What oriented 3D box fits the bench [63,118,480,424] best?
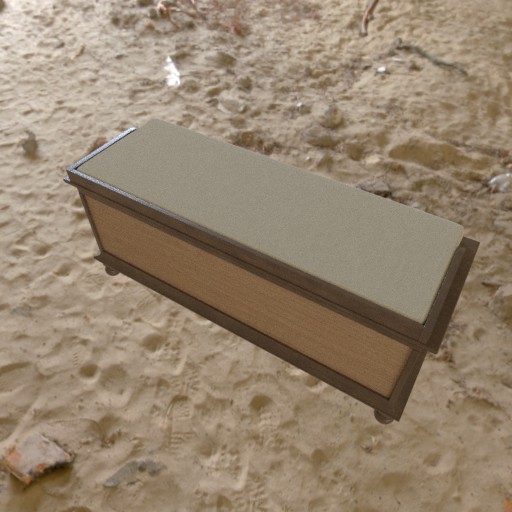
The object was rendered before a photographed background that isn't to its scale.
[{"bbox_3d":[0.000,0.000,1.447,1.185,0.501,0.402,24,51,21],"label":"bench"}]
